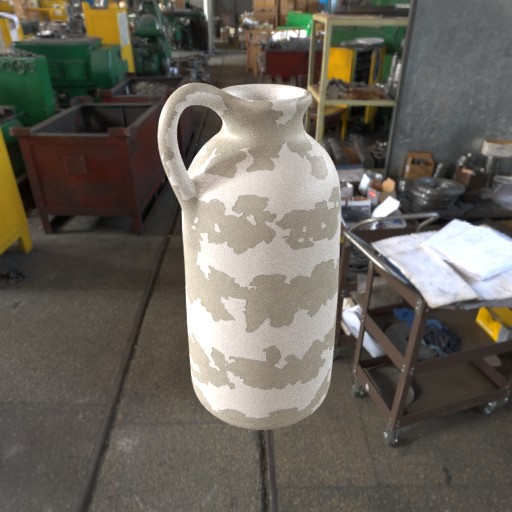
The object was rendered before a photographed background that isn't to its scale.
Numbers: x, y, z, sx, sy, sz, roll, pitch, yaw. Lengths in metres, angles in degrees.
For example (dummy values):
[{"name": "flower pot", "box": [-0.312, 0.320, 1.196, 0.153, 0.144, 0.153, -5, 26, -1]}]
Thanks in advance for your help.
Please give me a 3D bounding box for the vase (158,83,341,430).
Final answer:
[{"name": "vase", "box": [0.000, 0.000, 0.503, 0.203, 0.382, 0.186, -19, 36, -30]}]
